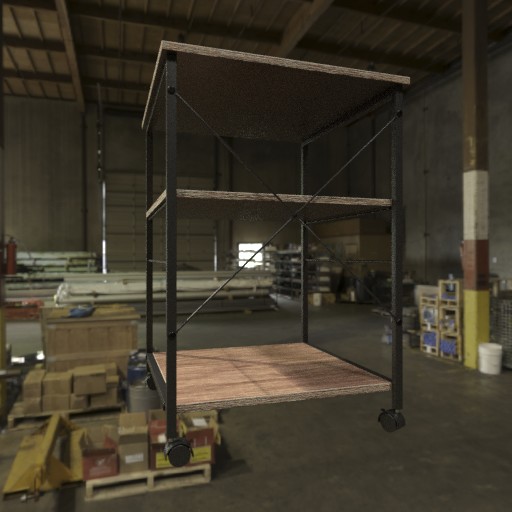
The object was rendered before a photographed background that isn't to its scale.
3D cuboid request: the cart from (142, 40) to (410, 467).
[{"bbox_3d":[0.000,0.000,1.111,0.521,0.762,0.520,0,0,-18],"label":"cart"}]
